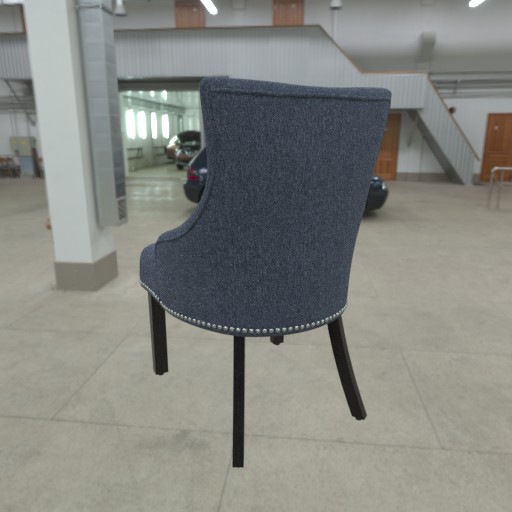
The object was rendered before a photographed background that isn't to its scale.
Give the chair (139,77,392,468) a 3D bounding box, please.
[{"bbox_3d":[0.000,0.000,1.303,0.566,0.909,0.629,-8,17,-28],"label":"chair"}]
